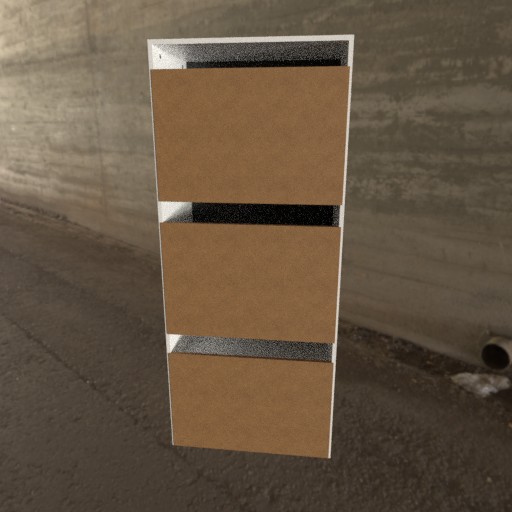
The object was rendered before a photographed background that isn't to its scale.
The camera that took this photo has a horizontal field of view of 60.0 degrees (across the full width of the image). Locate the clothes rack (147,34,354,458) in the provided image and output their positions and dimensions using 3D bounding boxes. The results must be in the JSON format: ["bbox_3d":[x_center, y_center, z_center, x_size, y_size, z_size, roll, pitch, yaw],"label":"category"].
[{"bbox_3d":[0.000,0.000,1.383,0.500,1.187,0.330,2,16,7],"label":"clothes rack"}]
